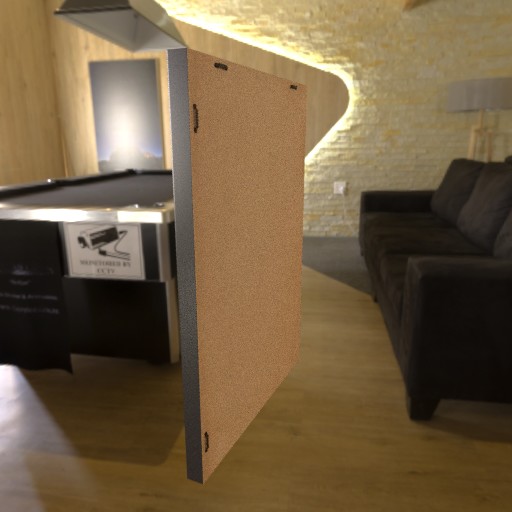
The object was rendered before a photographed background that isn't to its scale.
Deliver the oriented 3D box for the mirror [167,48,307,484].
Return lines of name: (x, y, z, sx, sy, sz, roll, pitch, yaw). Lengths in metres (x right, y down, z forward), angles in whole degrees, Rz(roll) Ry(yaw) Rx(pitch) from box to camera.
mirror: (0.000, 0.000, 0.920, 0.039, 0.710, 0.507, 7, 16, 24)
